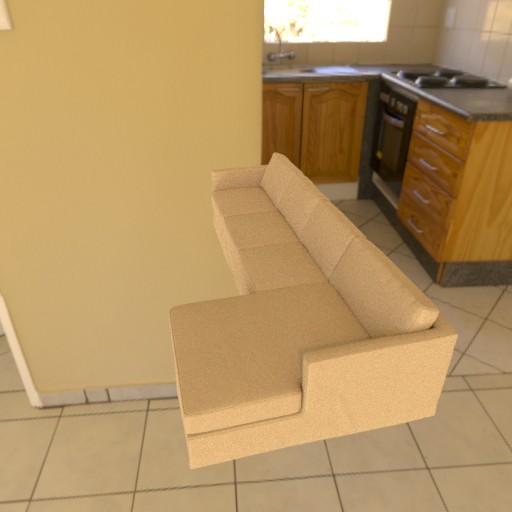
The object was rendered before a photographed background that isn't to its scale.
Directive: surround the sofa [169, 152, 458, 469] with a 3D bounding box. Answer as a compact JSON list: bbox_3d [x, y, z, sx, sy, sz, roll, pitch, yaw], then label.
[{"bbox_3d":[0.000,0.000,3.821,1.622,0.867,3.177,-7,31,-12],"label":"sofa"}]
